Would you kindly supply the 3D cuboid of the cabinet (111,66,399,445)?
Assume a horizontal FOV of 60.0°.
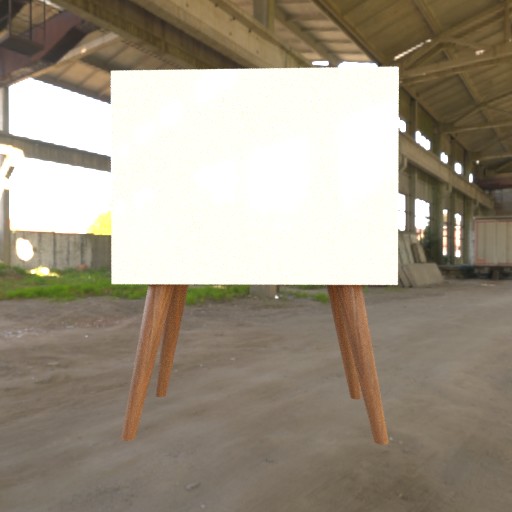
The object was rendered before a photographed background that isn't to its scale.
[{"bbox_3d":[0.000,0.000,1.083,0.591,0.772,0.344,0,1,2],"label":"cabinet"}]
